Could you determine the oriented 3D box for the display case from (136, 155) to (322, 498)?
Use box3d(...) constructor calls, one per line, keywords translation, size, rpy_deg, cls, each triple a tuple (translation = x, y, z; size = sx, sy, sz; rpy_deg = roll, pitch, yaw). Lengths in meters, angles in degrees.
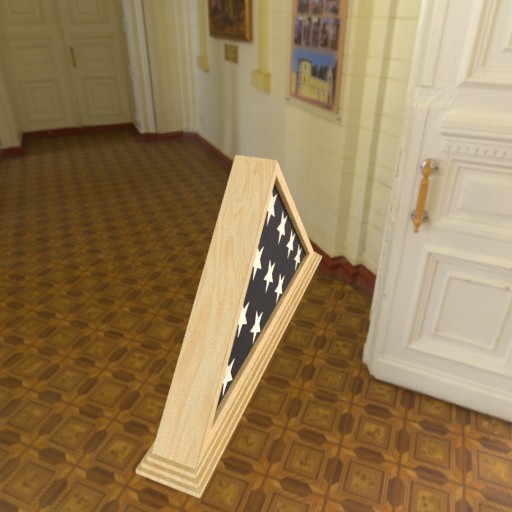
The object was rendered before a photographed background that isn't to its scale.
box3d(translation=(0.000, 0.000, 0.746), size=(0.095, 0.340, 0.640), rpy_deg=(11, 32, 18), cls="display case")
